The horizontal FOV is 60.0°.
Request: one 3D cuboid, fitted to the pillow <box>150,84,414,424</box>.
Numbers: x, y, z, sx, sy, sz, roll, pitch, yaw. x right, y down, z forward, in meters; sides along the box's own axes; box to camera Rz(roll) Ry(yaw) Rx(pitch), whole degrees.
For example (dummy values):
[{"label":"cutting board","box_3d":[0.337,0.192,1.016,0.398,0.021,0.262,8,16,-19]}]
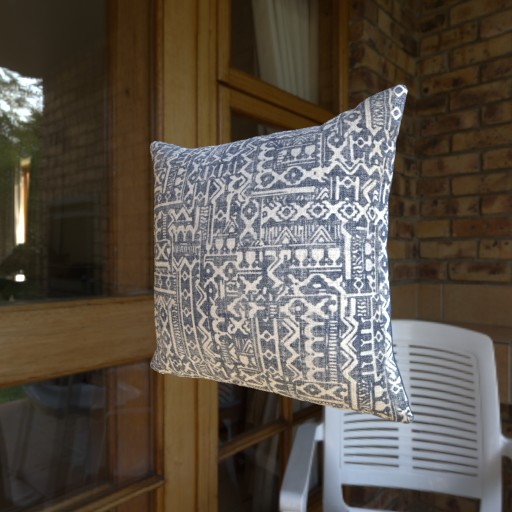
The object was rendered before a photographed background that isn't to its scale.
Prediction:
[{"label":"pillow","box_3d":[0.000,0.000,0.780,0.546,0.487,0.180,0,0,36]}]
